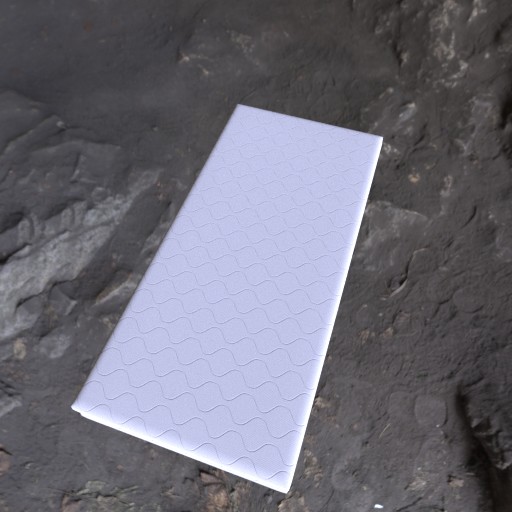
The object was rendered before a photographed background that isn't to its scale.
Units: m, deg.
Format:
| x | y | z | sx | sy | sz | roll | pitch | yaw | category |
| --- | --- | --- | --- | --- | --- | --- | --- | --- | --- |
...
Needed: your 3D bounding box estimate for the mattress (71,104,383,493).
| x | y | z | sx | sy | sz | roll | pitch | yaw | category |
| --- | --- | --- | --- | --- | --- | --- | --- | --- | --- |
| 0.000 | 0.000 | 2.208 | 0.900 | 0.200 | 1.900 | 16 | 59 | 10 | mattress |
